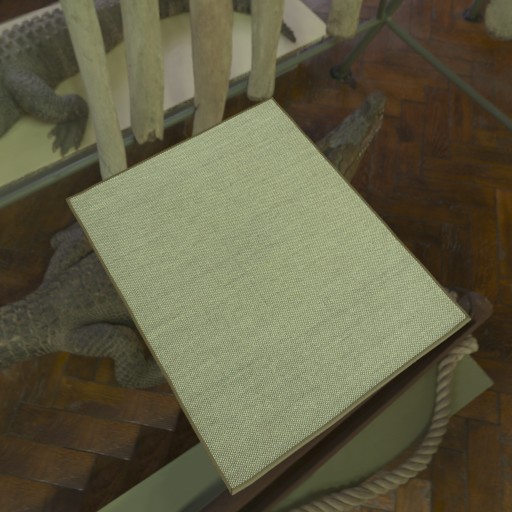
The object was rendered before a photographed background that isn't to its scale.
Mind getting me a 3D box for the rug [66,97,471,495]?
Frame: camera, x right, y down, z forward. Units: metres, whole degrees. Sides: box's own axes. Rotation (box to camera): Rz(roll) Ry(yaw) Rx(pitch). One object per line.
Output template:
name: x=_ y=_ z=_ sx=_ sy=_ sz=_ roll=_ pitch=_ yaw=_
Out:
rug: x=0.000 y=0.000 z=4.016 sx=2.413 sy=0.020 sz=3.041 roll=-31 pitch=69 yaw=-14
